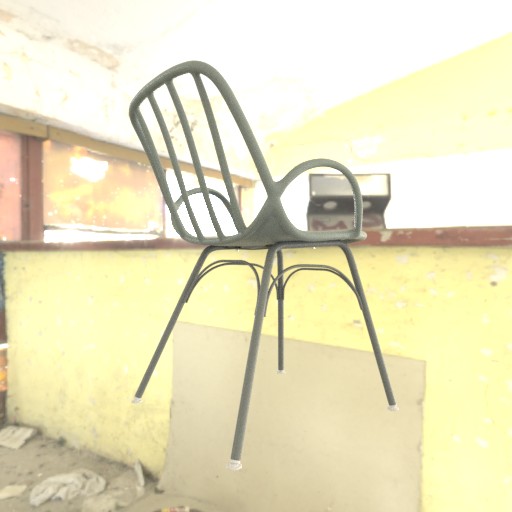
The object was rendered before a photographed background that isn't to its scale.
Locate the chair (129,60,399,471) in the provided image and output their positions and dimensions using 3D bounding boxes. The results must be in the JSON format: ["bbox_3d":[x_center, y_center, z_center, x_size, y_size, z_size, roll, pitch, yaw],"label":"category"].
[{"bbox_3d":[0.000,0.000,1.191,0.597,0.816,0.549,0,0,-37],"label":"chair"}]
